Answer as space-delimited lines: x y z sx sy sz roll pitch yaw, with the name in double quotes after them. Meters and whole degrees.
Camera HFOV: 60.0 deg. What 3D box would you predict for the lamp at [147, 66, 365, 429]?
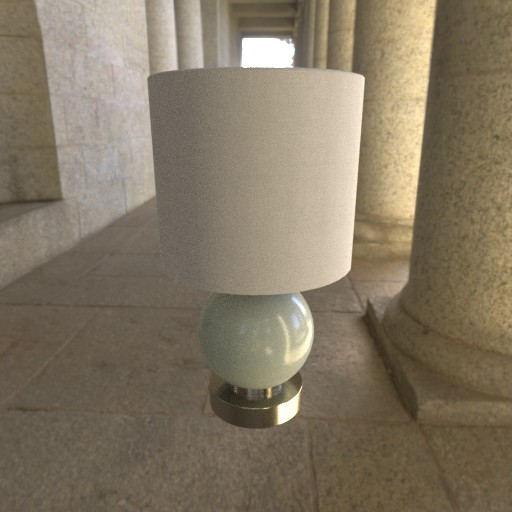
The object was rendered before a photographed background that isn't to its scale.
0.000 0.000 0.472 0.201 0.353 0.201 -8 19 -25 "lamp"
